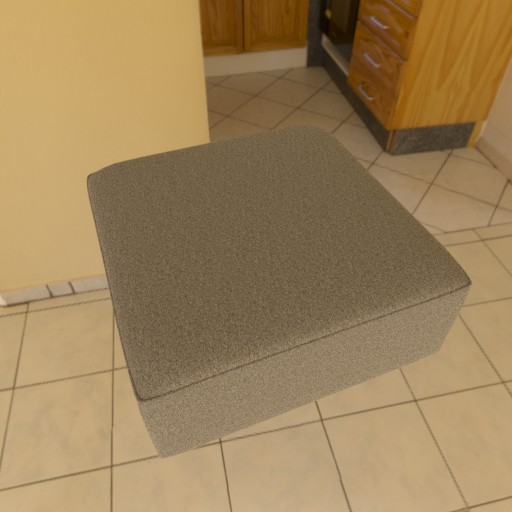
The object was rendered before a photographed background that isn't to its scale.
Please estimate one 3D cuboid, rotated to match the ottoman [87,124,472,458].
[{"bbox_3d":[0.000,0.000,1.610,1.015,0.464,1.005,-16,48,-15],"label":"ottoman"}]
